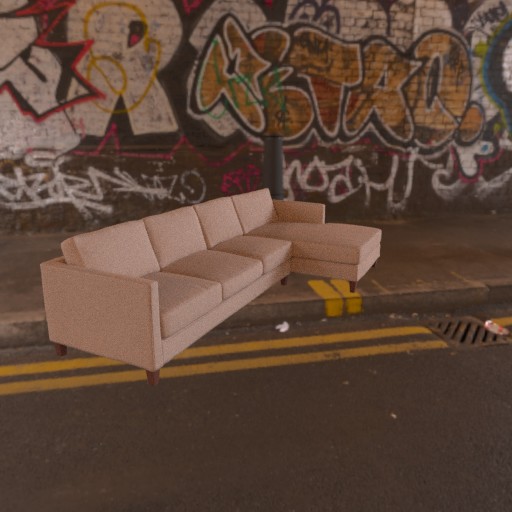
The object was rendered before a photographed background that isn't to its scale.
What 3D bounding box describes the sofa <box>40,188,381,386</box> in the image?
[{"bbox_3d":[0.000,0.000,4.004,1.625,0.861,3.186,8,18,26],"label":"sofa"}]
